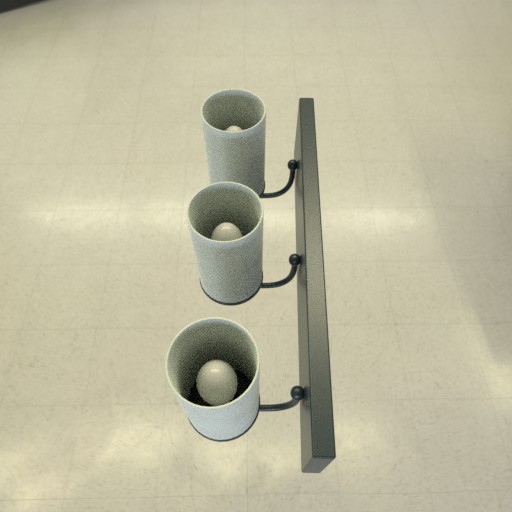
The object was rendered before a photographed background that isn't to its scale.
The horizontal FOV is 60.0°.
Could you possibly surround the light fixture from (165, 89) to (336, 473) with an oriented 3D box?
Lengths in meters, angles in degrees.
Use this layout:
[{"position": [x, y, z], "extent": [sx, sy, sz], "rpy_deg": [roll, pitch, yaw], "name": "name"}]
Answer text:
[{"position": [0.000, 0.000, 0.527], "extent": [0.145, 0.172, 0.451], "rpy_deg": [1, 58, 1], "name": "light fixture"}]
